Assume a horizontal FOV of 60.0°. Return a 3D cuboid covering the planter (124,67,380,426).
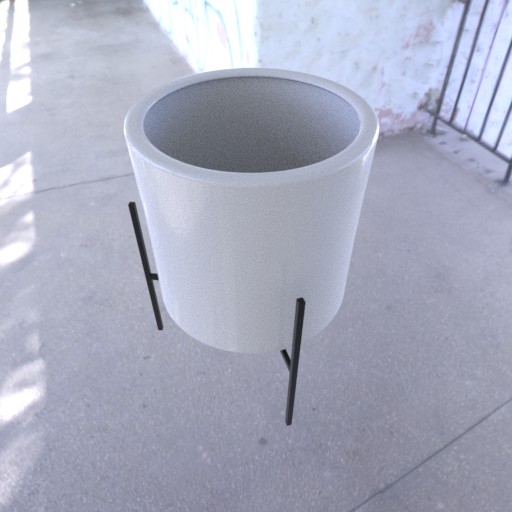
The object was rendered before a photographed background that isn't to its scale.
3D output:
[{"bbox_3d":[0.000,0.000,0.727,0.360,0.480,0.361,-13,44,-14],"label":"planter"}]
